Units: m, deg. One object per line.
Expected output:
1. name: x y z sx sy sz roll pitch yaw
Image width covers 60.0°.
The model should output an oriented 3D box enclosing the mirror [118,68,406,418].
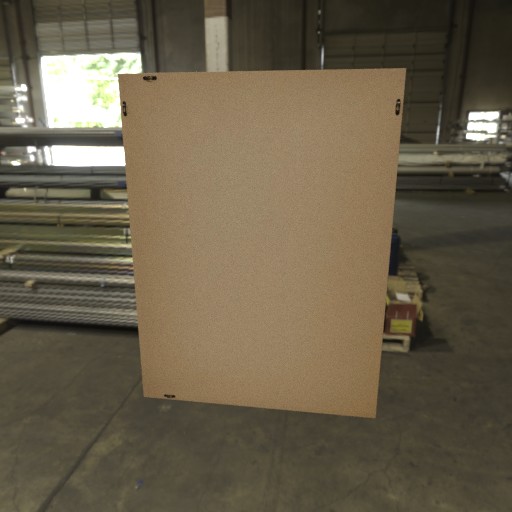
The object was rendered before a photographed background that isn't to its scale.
1. mirror: 0.000 0.000 1.315 0.762 1.016 0.040 2 16 8
